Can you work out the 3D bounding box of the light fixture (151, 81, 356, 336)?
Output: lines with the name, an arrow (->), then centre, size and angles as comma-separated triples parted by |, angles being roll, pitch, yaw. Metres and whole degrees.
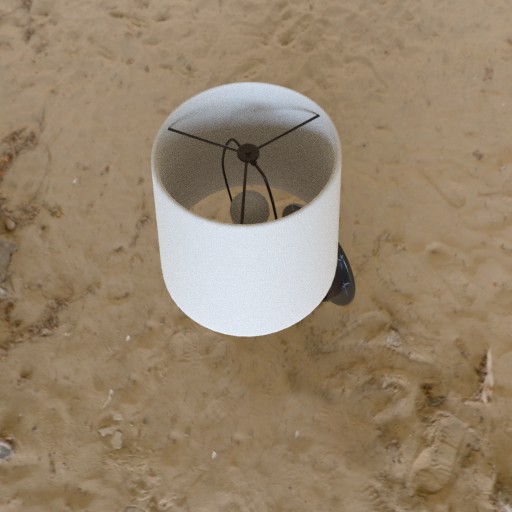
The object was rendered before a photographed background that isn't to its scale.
light fixture -> 0.000, 0.000, 0.450 | 0.188, 0.337, 0.168 | -30, 67, -14
